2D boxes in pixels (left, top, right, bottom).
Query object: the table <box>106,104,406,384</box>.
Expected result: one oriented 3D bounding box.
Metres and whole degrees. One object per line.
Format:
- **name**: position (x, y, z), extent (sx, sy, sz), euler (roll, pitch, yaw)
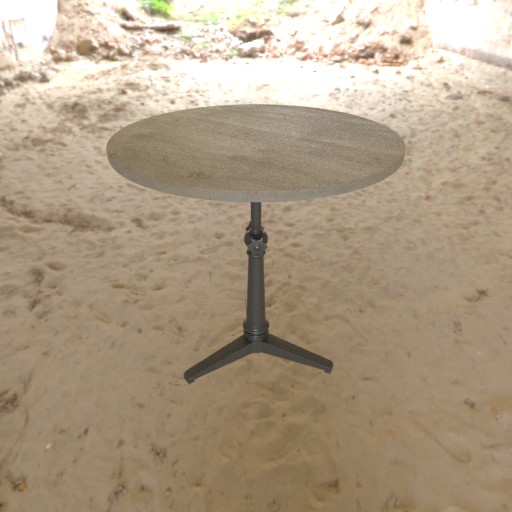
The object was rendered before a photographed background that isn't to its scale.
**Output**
- **table**: position (0.000, 0.000, 1.431), extent (0.800, 0.780, 0.800), euler (0, 31, 0)
